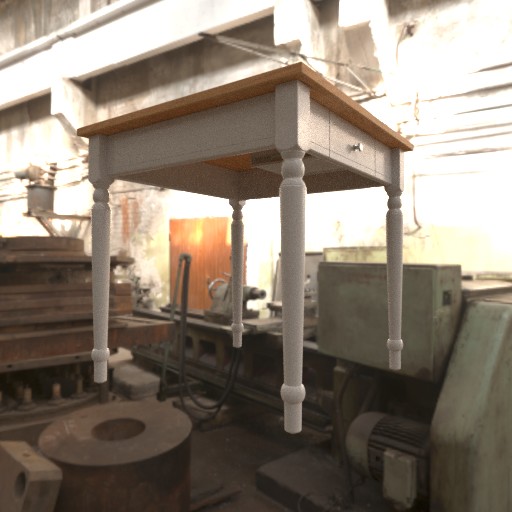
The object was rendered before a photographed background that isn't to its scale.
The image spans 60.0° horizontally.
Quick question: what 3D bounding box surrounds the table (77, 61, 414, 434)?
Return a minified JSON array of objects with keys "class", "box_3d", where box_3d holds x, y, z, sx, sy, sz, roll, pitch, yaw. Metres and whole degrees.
[{"class":"table","box_3d":[0.000,0.000,1.369,0.747,0.738,0.747,-1,-1,35]}]
